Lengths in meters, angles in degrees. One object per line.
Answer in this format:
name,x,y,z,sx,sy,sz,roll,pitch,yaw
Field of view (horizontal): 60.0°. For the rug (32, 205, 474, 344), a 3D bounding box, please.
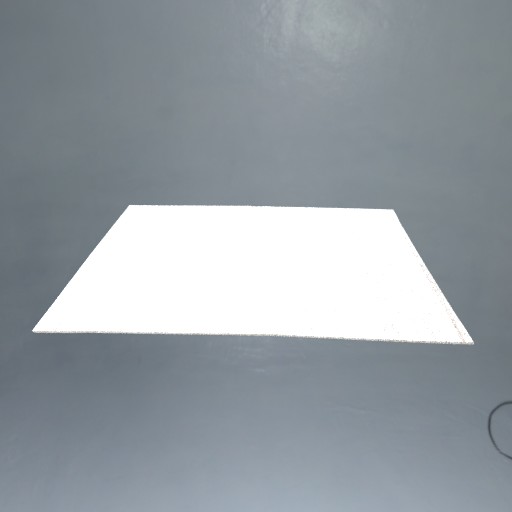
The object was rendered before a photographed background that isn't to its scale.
rug,0.000,0.000,5.025,3.778,0.053,2.873,1,29,2
